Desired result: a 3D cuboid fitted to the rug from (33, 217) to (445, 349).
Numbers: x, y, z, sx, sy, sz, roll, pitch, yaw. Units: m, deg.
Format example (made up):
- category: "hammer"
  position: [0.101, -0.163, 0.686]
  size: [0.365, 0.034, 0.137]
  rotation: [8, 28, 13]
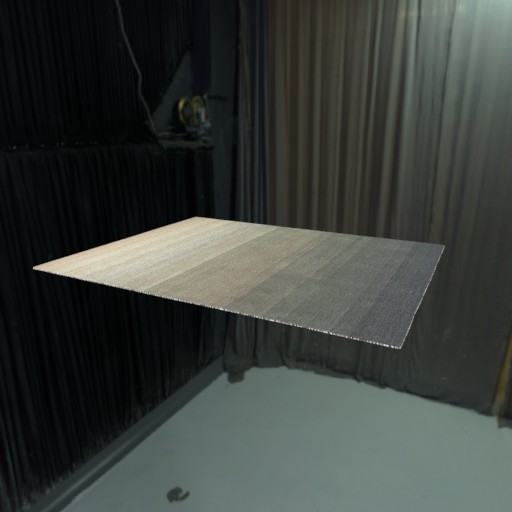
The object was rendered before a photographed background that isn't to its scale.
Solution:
- category: "rug"
  position: [0.000, 0.000, 3.964]
  size: [2.932, 0.015, 2.315]
  rotation: [8, 19, 26]
